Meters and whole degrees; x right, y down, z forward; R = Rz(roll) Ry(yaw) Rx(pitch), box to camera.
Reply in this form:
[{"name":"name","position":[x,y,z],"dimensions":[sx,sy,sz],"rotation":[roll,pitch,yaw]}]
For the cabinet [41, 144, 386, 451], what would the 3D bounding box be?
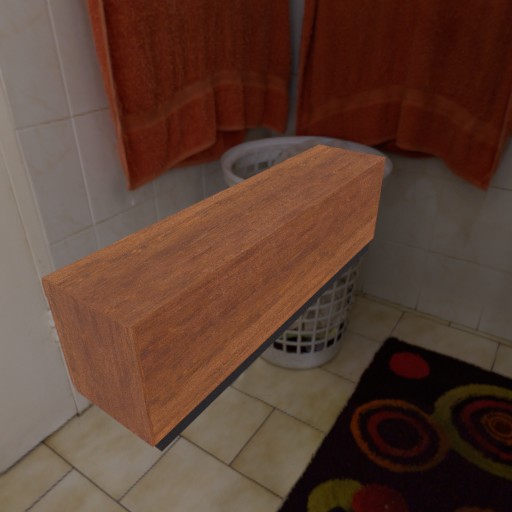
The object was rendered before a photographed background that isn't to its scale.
[{"name":"cabinet","position":[0.000,0.000,1.854],"dimensions":[0.419,0.510,1.600],"rotation":[20,36,30]}]
